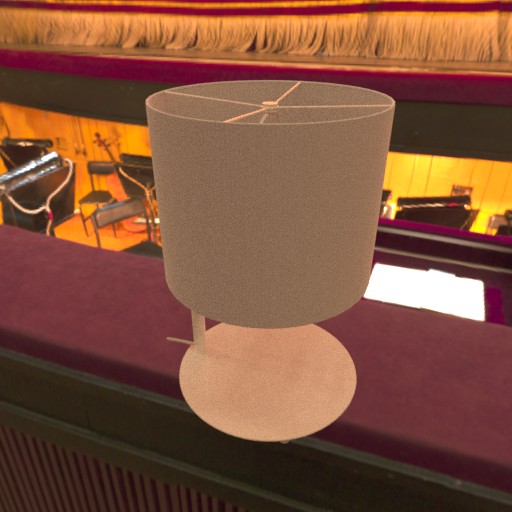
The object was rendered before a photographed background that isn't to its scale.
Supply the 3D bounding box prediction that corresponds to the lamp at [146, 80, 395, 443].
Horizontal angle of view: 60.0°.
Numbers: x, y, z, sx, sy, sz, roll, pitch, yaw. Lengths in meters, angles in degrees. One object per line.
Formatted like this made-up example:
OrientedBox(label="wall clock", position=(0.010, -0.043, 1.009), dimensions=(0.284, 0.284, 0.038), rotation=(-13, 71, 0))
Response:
OrientedBox(label="lamp", position=(0.000, 0.000, 0.661), dimensions=(0.341, 0.454, 0.299), rotation=(10, 30, 17))
